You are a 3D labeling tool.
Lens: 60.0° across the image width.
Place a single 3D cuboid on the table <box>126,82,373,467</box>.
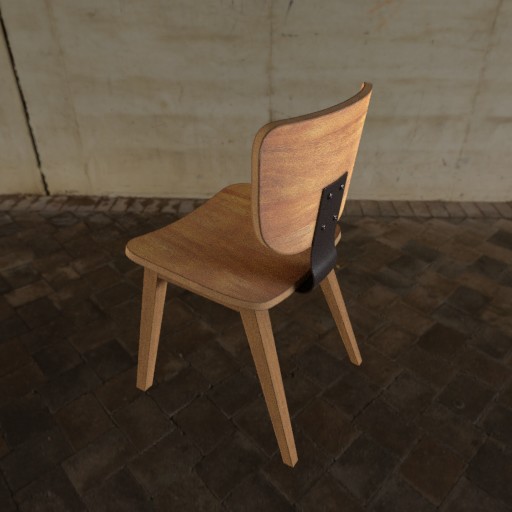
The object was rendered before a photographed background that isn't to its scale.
[{"bbox_3d":[0.000,0.000,1.114,0.500,0.805,0.499,20,38,28],"label":"table"}]
